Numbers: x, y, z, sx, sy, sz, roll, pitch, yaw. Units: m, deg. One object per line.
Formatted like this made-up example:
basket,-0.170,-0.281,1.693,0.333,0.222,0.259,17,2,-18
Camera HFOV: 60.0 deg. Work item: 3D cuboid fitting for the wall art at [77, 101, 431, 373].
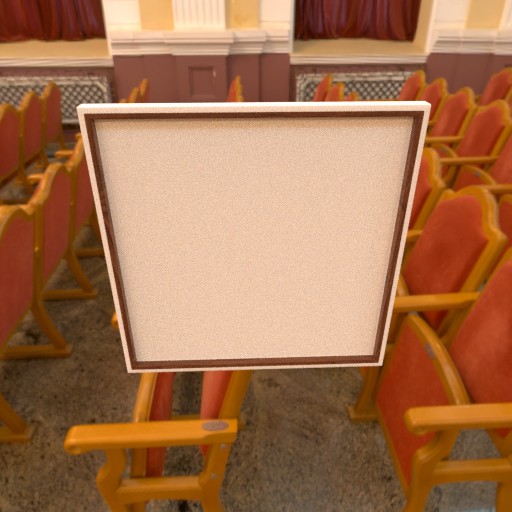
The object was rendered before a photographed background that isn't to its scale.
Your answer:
wall art,0.000,0.000,1.146,0.757,0.757,0.037,-1,30,-2
